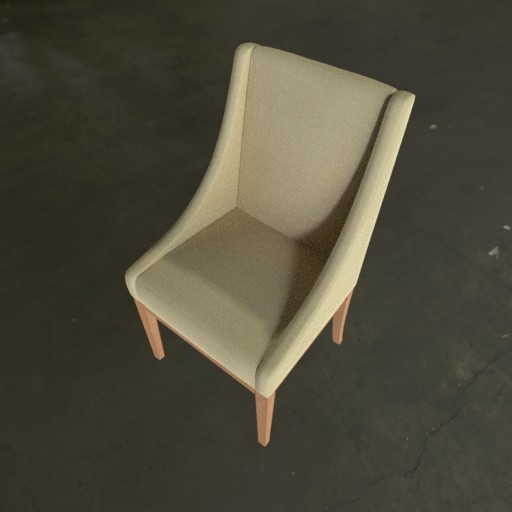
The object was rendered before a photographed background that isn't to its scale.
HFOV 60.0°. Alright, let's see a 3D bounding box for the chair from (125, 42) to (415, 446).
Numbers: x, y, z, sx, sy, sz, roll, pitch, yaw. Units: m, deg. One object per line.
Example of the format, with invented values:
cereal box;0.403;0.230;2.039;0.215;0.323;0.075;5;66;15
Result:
chair;0.000;0.000;1.392;0.575;1.021;0.611;31;53;26
